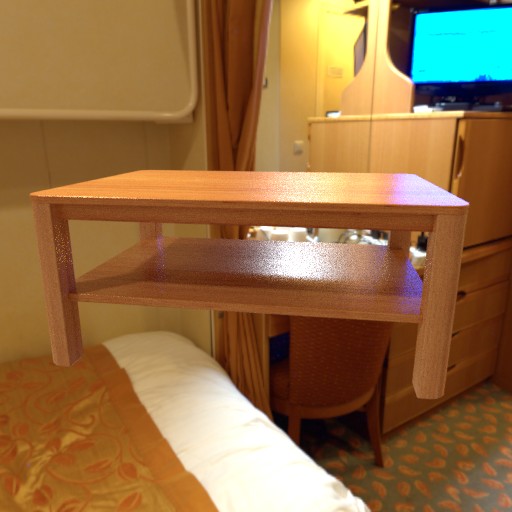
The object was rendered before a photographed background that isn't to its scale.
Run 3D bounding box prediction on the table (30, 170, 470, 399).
[{"bbox_3d":[0.000,0.000,1.349,0.997,0.445,0.696,3,16,9],"label":"table"}]
